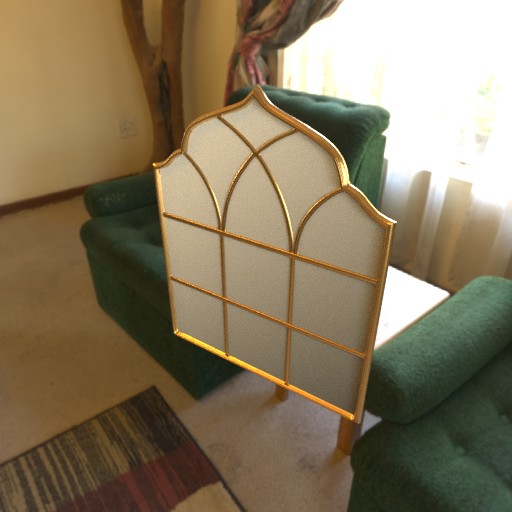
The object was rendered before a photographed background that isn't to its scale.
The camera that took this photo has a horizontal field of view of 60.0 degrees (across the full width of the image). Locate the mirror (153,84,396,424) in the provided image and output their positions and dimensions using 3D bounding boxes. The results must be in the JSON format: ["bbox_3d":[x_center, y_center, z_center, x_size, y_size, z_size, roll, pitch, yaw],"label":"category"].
[{"bbox_3d":[0.000,0.000,0.871,0.513,0.635,0.018,19,35,28],"label":"mirror"}]
